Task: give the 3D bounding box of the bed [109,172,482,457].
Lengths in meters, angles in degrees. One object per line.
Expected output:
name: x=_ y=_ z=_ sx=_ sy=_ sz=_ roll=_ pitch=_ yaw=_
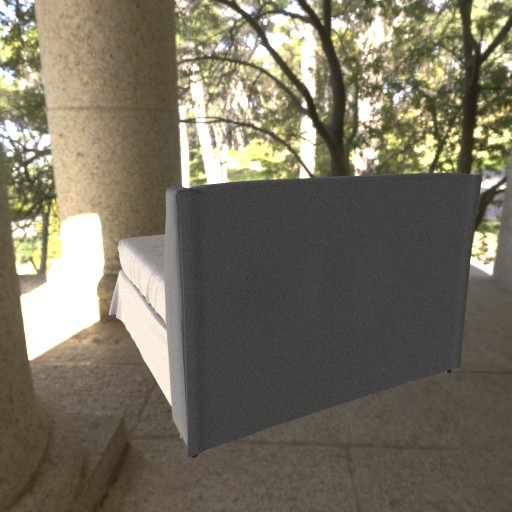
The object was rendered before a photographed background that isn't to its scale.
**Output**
bed: x=0.000 y=0.000 z=3.347 sx=1.925 sy=1.332 sz=2.276 roll=-7 pitch=16 yaw=-26
